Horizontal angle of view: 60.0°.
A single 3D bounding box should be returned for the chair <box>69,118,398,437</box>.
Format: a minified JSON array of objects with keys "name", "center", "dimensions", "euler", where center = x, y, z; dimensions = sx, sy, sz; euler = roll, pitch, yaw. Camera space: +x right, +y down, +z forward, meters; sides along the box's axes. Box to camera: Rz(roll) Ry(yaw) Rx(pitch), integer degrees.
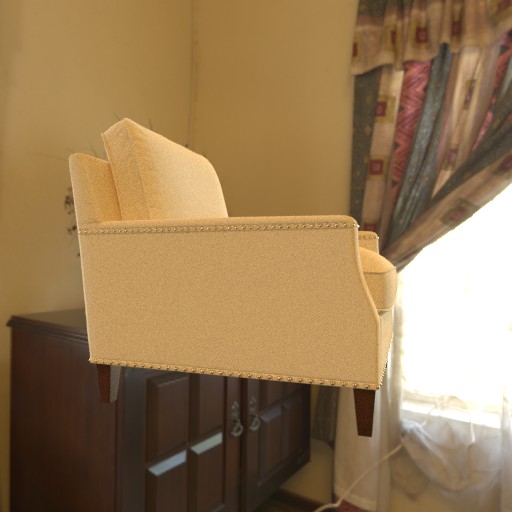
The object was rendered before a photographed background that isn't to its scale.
[{"name":"chair","center":[0.000,0.000,1.677],"dimensions":[1.014,0.943,0.853],"euler":[0,0,19]}]
